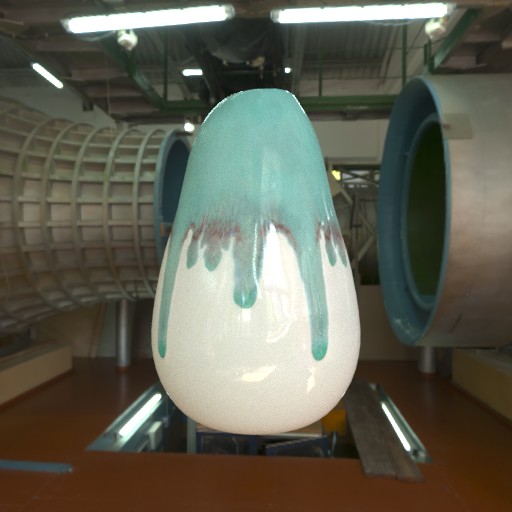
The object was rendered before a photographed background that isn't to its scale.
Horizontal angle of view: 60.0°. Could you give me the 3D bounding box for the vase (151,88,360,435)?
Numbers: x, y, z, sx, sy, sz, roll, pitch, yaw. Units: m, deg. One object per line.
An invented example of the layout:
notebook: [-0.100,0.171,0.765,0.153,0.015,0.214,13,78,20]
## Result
vase: [0.000,0.000,0.253,0.116,0.179,0.116,0,0,0]
